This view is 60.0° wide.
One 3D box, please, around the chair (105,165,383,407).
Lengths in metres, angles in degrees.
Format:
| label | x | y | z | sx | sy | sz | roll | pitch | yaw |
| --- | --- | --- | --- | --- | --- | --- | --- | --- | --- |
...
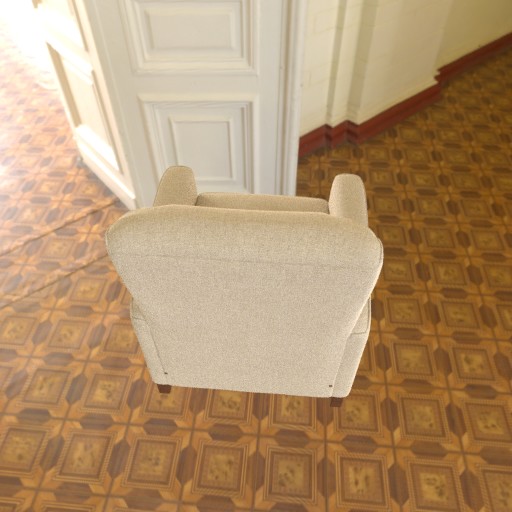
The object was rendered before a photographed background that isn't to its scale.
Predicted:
| label | x | y | z | sx | sy | sz | roll | pitch | yaw |
| --- | --- | --- | --- | --- | --- | --- | --- | --- | --- |
| chair | 0.000 | 0.000 | 1.682 | 0.845 | 1.023 | 0.859 | 3 | 47 | 3 |
